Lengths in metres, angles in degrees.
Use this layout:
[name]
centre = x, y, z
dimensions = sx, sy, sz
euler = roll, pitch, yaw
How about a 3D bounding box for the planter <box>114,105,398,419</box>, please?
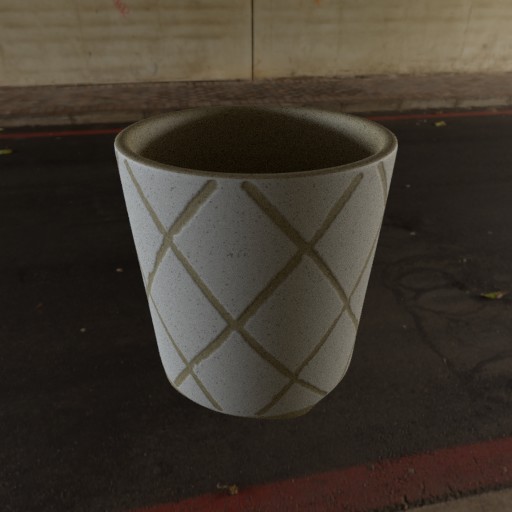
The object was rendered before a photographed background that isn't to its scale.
[planter]
centre = 0.000, 0.000, 0.357
dimensions = 0.191, 0.199, 0.191
euler = 0, 30, 0
